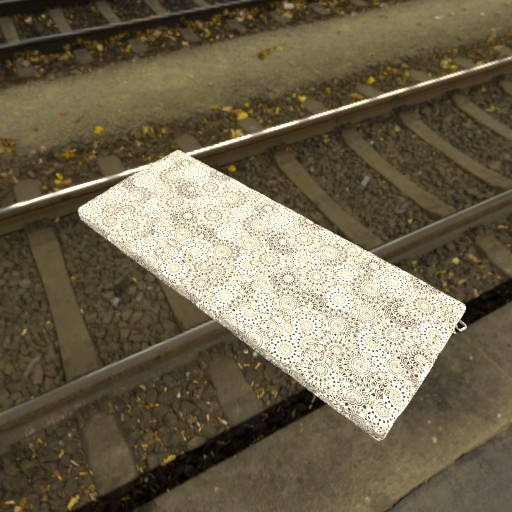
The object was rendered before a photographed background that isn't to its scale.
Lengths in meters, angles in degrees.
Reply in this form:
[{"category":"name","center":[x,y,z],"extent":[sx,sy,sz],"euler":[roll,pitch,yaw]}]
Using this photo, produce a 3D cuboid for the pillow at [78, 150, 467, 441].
[{"category":"pillow","center":[0.000,0.000,1.352],"extent":[1.187,0.081,0.492],"euler":[32,55,26]}]
